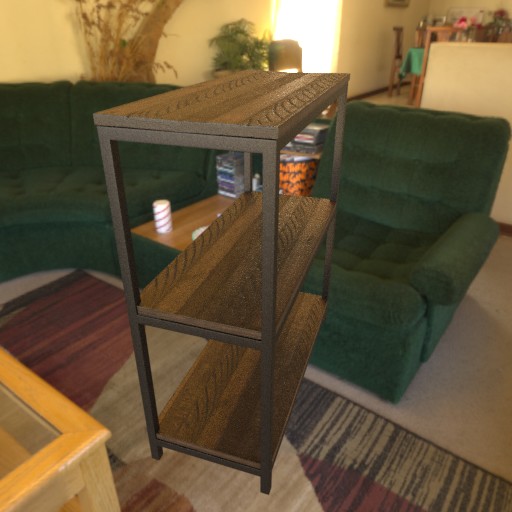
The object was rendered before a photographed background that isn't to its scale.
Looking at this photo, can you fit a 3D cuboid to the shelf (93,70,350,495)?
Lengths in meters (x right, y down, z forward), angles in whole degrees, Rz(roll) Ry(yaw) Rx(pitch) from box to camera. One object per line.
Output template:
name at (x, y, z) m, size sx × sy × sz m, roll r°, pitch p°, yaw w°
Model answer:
shelf at (0.000, 0.000, 1.326) m, size 0.352 × 0.947 × 0.822 m, roll 9°, pitch 29°, yaw 16°
